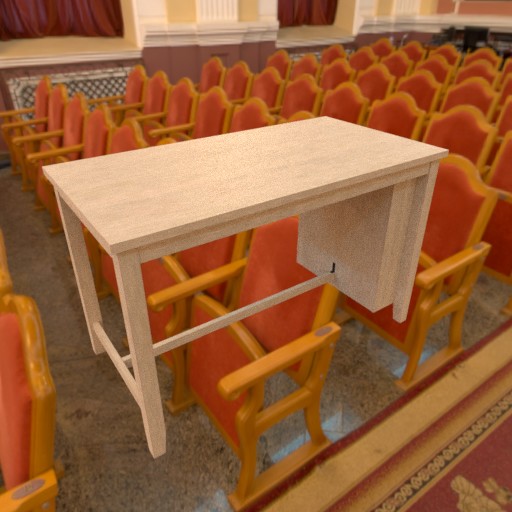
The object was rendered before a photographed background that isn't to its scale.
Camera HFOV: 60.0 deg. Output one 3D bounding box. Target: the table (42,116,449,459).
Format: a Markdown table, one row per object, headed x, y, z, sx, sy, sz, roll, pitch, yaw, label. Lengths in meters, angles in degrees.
| x | y | z | sx | sy | sz | roll | pitch | yaw | label |
| --- | --- | --- | --- | --- | --- | --- | --- | --- | --- |
| 0.000 | 0.000 | 1.925 | 1.397 | 0.874 | 0.729 | -19 | 35 | -30 | table |
